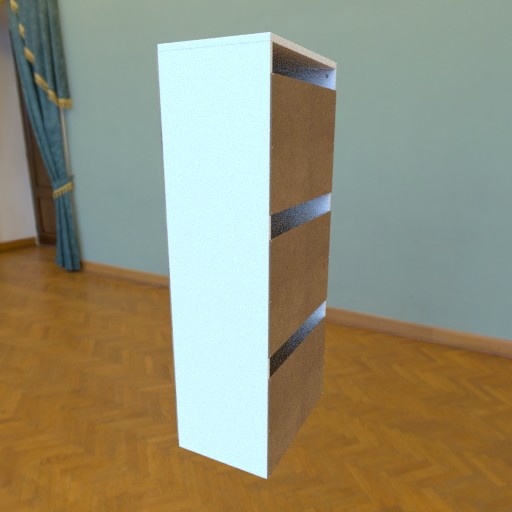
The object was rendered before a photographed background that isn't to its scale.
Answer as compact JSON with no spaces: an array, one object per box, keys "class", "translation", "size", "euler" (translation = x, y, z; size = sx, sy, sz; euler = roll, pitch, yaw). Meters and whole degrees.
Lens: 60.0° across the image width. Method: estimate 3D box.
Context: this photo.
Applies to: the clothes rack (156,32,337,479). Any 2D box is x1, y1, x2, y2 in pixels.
[{"class":"clothes rack","translation":[0.000,0.000,1.419],"size":[0.331,1.187,0.500],"euler":[8,17,26]}]
